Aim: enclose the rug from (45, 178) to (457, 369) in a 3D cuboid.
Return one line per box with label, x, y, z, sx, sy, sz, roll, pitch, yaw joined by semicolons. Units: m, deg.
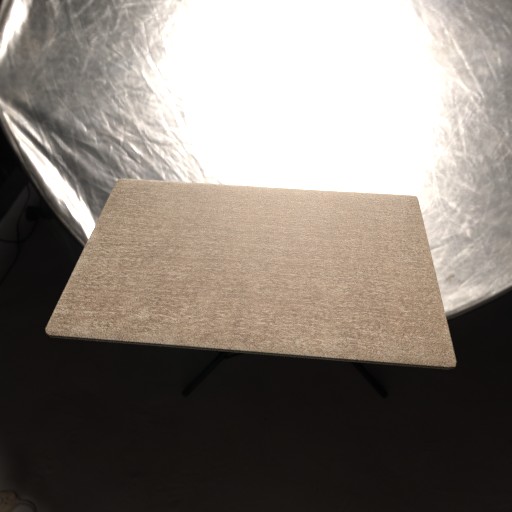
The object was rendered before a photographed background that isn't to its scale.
rug;0.000;0.000;3.129;2.469;0.024;1.539;4;48;4
